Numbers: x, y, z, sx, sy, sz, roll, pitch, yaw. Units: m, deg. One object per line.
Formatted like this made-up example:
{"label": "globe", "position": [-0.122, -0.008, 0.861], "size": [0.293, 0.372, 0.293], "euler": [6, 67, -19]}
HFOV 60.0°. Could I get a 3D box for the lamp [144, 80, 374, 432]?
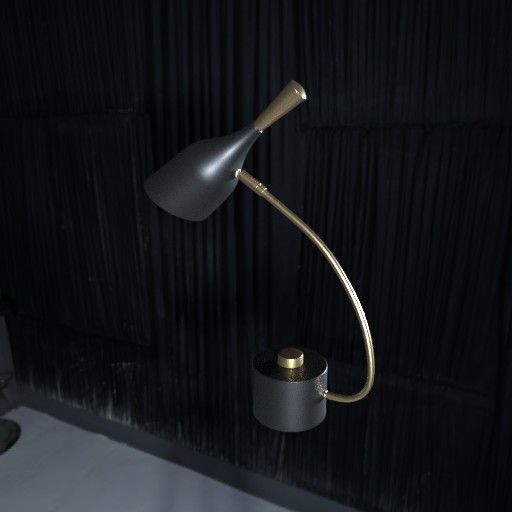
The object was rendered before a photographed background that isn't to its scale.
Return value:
{"label": "lamp", "position": [0.000, 0.000, 0.633], "size": [0.352, 0.464, 0.110], "euler": [7, 16, 25]}
